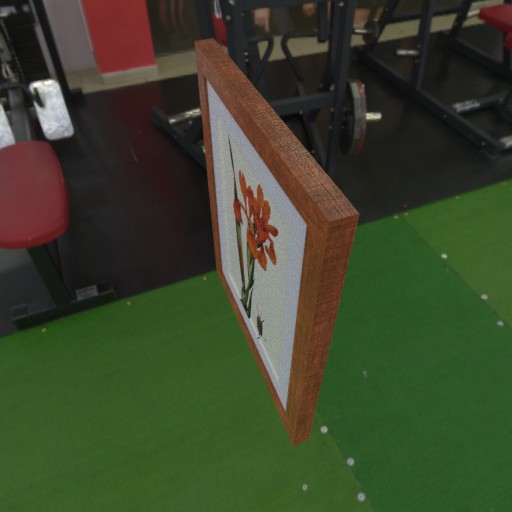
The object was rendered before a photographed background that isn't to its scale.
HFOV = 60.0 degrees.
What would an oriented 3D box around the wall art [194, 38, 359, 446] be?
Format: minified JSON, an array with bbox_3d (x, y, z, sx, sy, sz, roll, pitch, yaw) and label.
[{"bbox_3d":[0.000,0.000,0.779,0.033,0.567,0.467,-16,49,-14],"label":"wall art"}]
